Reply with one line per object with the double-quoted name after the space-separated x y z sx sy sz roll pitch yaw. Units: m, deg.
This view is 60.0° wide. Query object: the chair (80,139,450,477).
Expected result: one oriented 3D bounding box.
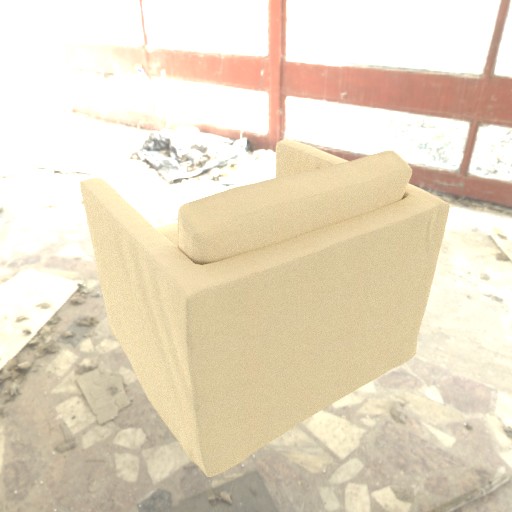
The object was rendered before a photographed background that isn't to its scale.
0.000 0.000 1.748 1.057 0.851 0.947 -19 35 -29 "chair"
